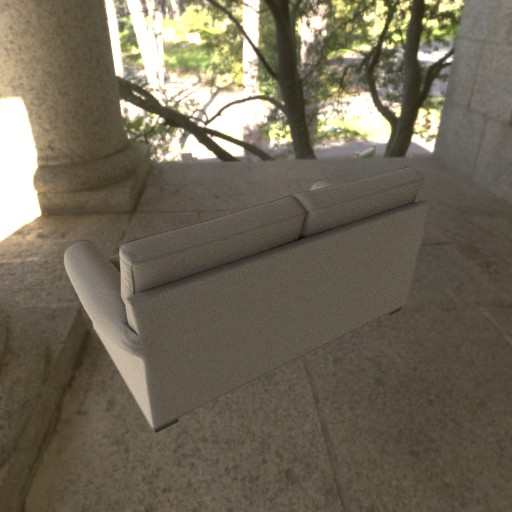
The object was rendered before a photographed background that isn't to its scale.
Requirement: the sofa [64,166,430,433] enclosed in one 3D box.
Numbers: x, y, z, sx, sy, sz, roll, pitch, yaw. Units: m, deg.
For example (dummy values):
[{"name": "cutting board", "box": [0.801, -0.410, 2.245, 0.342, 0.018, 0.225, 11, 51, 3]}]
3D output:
[{"name": "sofa", "box": [0.000, 0.000, 2.529, 1.930, 0.952, 0.940, -18, 34, -30]}]
